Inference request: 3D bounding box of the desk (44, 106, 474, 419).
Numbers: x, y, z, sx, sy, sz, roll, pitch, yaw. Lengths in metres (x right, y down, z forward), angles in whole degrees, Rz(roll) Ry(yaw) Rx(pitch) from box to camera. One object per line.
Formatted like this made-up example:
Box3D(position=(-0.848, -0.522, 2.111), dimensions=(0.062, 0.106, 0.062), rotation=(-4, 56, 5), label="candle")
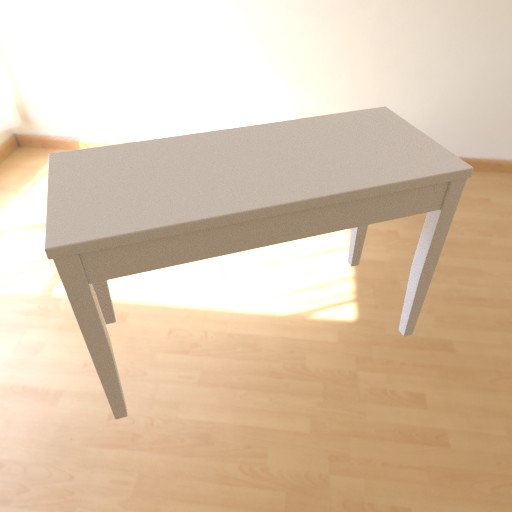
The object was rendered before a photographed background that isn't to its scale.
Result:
Box3D(position=(0.000, 0.000, 1.621), dimensions=(1.220, 0.775, 0.508), rotation=(-12, 42, -14), label="desk")
